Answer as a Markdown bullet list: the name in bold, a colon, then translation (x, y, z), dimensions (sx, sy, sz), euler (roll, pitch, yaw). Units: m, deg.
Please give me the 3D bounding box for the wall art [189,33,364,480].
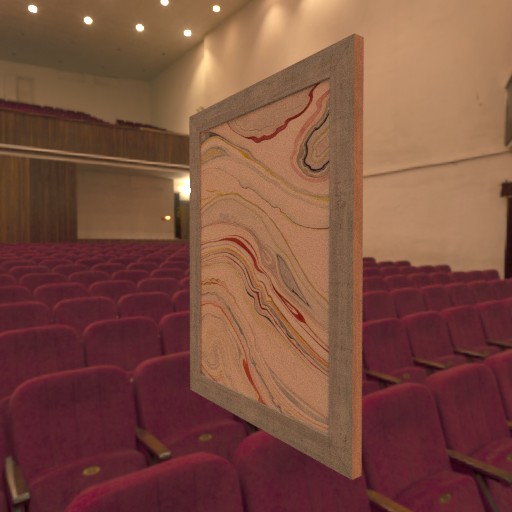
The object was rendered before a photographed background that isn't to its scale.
- **wall art**: translation (0.000, 0.000, 0.809), dimensions (0.020, 0.613, 0.481), euler (-1, 2, -36)
